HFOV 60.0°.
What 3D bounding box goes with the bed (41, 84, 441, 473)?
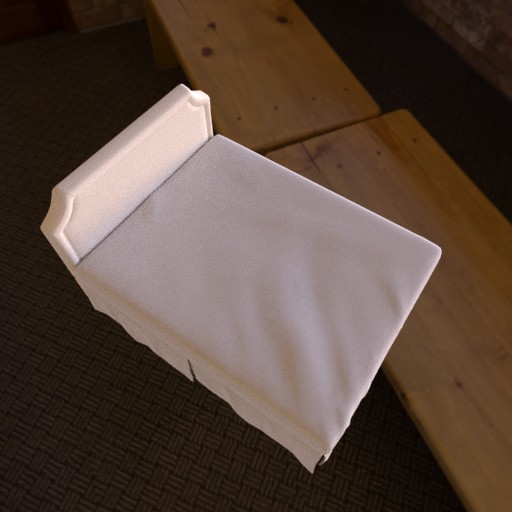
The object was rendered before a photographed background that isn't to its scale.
[{"bbox_3d":[0.000,0.000,3.511,2.498,1.293,1.977,31,63,17],"label":"bed"}]
